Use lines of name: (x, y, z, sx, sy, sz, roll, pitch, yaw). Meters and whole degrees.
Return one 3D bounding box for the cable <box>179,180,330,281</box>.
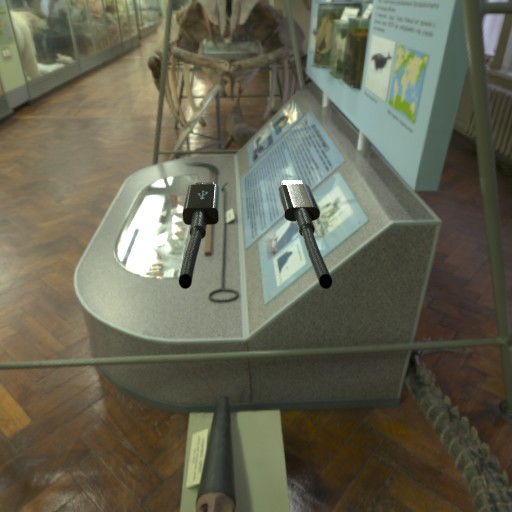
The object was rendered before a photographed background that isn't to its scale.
cable: (0.000, 0.000, 0.110, 0.040, 0.006, 0.098, -1, 30, -3)
